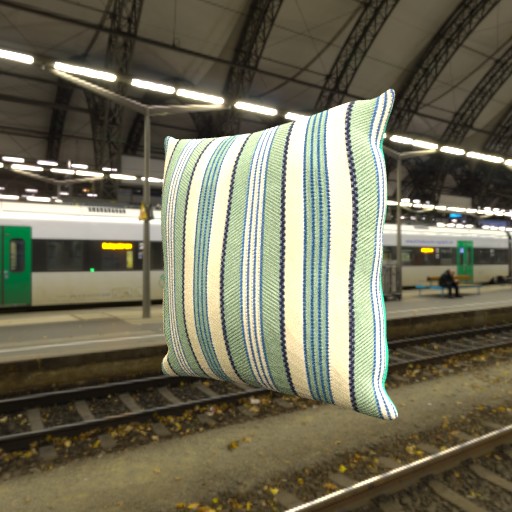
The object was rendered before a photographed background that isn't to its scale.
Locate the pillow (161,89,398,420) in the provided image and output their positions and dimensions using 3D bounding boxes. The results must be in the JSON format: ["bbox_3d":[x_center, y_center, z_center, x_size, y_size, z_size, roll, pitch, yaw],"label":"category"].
[{"bbox_3d":[0.000,0.000,0.694,0.440,0.441,0.182,0,0,36],"label":"pillow"}]
